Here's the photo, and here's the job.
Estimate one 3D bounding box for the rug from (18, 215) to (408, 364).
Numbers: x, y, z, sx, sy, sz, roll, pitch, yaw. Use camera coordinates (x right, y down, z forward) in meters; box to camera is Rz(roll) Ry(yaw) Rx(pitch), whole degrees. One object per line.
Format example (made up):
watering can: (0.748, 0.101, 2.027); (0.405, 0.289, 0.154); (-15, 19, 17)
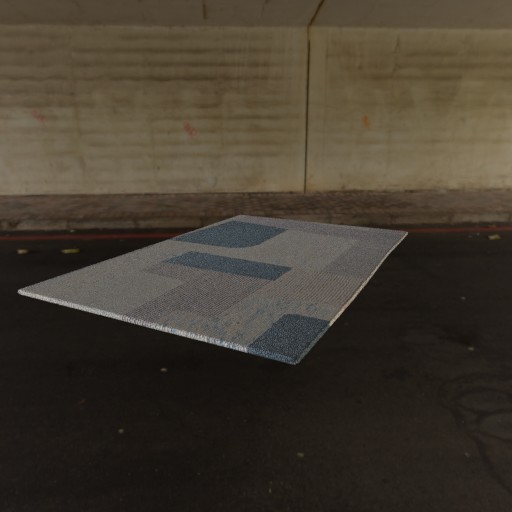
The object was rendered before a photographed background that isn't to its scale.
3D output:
rug: (0.000, 0.000, 2.321); (1.238, 0.020, 1.847); (8, 18, 26)
